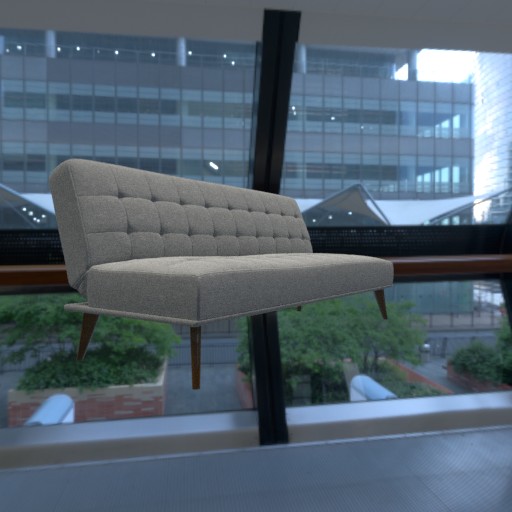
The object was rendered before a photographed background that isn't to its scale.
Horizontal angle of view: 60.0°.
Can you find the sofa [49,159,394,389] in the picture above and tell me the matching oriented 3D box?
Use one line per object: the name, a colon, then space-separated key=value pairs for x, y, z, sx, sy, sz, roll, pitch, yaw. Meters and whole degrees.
sofa: x=0.000 y=0.000 z=2.315 sx=0.860 sy=0.810 sz=1.800 roll=1 pitch=1 yaw=36
